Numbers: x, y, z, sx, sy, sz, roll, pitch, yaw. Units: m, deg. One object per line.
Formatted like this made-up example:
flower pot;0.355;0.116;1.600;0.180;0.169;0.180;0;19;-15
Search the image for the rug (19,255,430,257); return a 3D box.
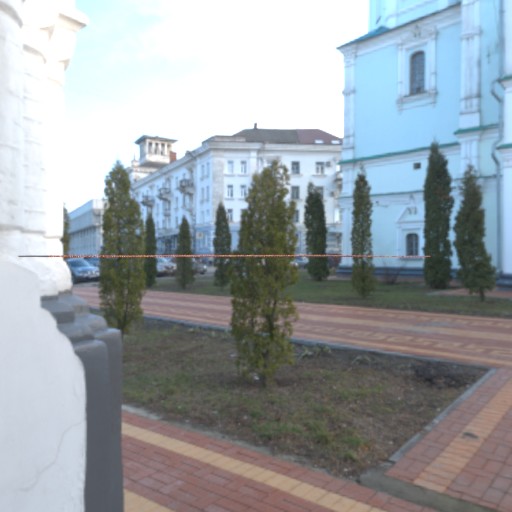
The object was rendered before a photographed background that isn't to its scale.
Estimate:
rug;0.000;0.000;2.555;2.353;0.013;0.718;0;0;-36
